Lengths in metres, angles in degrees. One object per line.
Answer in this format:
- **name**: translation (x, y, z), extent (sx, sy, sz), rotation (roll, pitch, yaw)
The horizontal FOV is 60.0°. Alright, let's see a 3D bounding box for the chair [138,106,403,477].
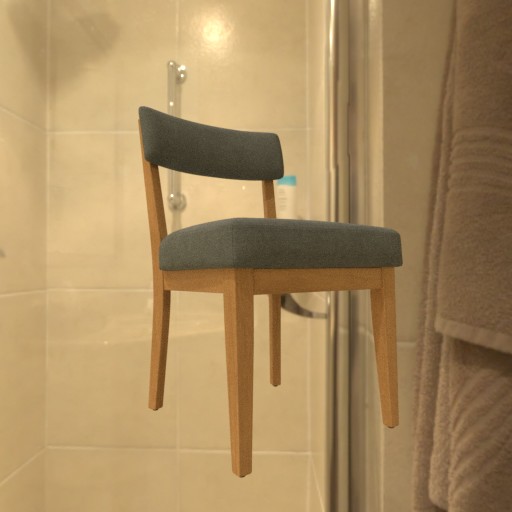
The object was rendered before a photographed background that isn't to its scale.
- **chair**: translation (0.000, 0.000, 1.169), extent (0.508, 0.832, 0.572), rotation (1, -1, -35)
